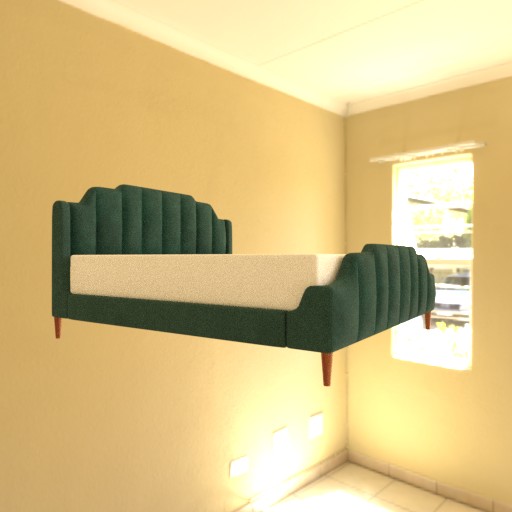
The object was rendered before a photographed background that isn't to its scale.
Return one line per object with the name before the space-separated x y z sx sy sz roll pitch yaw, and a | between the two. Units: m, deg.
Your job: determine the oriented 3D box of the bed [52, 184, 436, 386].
bed | 0.000 0.000 3.547 2.340 1.245 2.074 0 0 34
